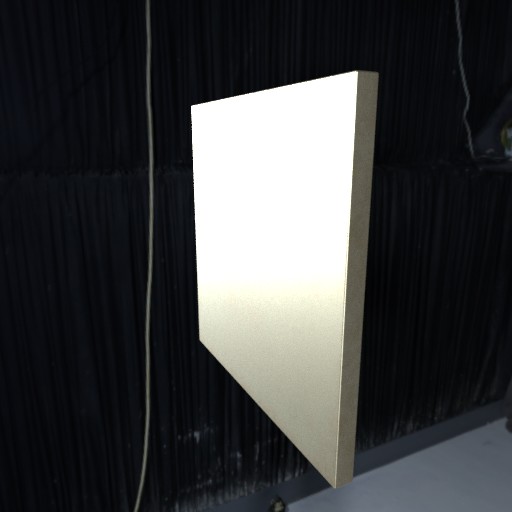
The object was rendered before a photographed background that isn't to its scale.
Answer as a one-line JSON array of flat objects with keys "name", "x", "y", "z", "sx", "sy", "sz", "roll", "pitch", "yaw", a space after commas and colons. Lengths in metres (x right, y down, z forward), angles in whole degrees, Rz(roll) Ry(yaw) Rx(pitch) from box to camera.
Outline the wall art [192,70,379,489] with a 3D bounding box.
[{"name": "wall art", "x": 0.000, "y": 0.000, "z": 0.734, "sx": 0.030, "sy": 0.506, "sz": 0.503, "roll": -7, "pitch": 16, "yaw": -26}]
